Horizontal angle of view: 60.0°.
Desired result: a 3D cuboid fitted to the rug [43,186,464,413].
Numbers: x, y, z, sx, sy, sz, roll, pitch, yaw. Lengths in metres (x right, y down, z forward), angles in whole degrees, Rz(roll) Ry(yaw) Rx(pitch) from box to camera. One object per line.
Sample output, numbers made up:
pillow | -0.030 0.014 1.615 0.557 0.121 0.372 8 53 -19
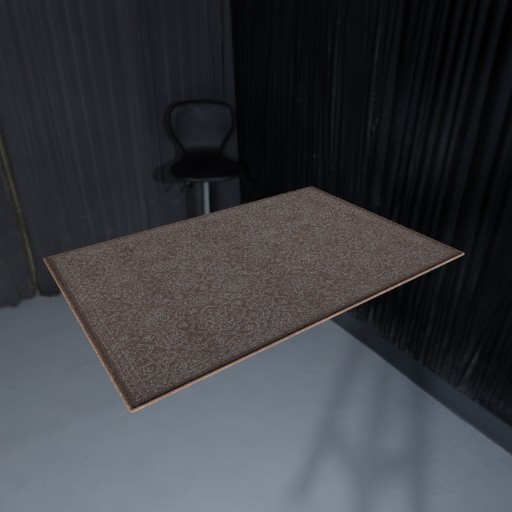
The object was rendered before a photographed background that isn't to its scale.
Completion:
rug | 0.000 0.000 2.882 2.286 0.011 1.524 -19 34 -30
